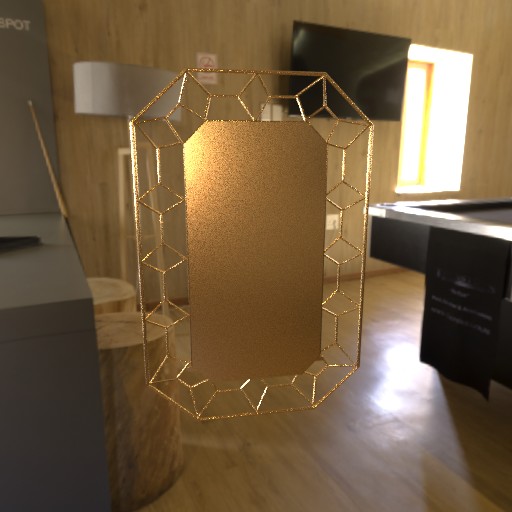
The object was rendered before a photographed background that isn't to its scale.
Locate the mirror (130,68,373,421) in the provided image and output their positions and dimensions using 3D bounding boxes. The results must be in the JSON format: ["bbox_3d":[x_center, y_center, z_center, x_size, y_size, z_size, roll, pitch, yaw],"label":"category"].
[{"bbox_3d":[0.000,0.000,1.118,0.572,0.870,0.051,-2,13,-10],"label":"mirror"}]
